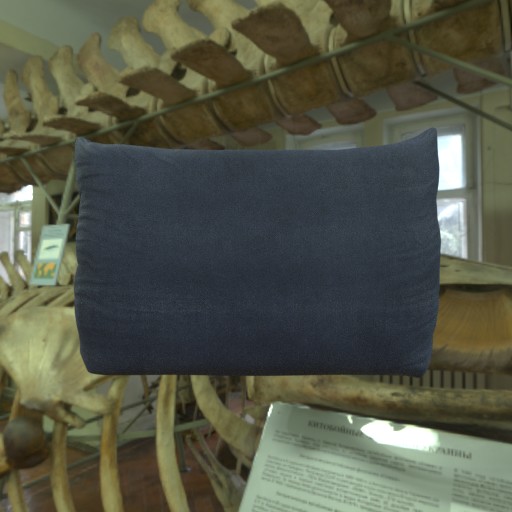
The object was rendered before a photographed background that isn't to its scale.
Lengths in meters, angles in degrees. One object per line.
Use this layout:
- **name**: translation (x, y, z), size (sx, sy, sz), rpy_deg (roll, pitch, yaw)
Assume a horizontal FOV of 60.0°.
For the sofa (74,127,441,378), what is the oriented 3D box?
- **sofa**: translation (0.000, 0.000, 1.665), size (1.122, 0.778, 0.849), rpy_deg (0, -2, 0)
